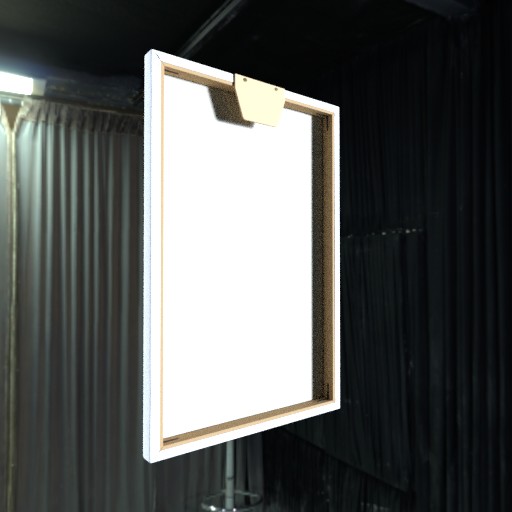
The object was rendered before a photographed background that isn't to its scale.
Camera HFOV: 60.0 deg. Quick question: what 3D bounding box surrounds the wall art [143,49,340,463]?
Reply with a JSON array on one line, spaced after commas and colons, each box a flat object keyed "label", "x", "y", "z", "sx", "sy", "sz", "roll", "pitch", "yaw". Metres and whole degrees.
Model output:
[{"label": "wall art", "x": 0.000, "y": 0.000, "z": 1.157, "sx": 0.602, "sy": 0.902, "sz": 0.048, "roll": 1, "pitch": -1, "yaw": -37}]
